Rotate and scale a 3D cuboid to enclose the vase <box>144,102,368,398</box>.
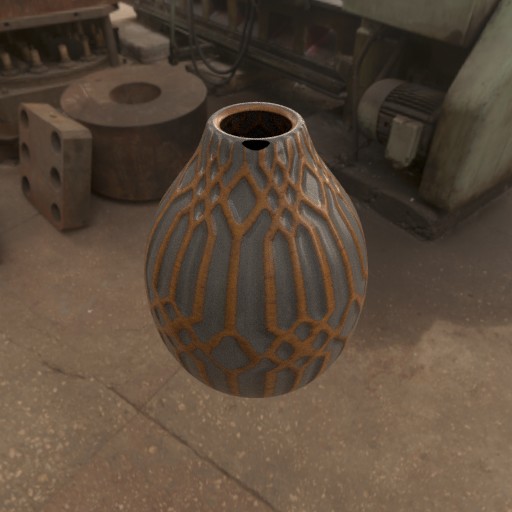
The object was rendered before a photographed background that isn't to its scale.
[{"bbox_3d":[0.000,0.000,0.137,0.069,0.088,0.069,0,41,0],"label":"vase"}]
